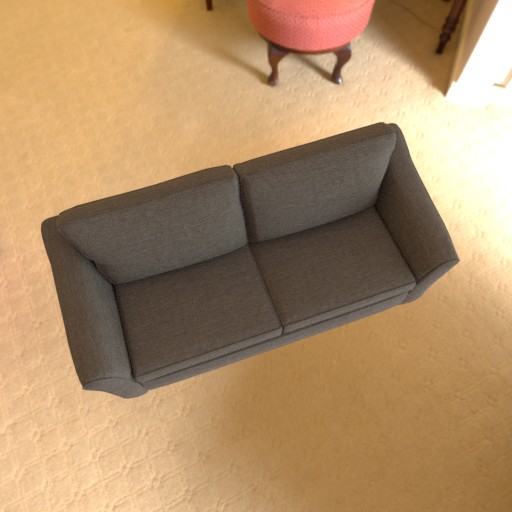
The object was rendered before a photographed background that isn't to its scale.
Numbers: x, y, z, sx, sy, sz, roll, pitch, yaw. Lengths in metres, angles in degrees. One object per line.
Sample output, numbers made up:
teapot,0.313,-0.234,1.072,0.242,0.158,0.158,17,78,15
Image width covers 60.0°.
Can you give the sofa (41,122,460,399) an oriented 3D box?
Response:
sofa,0.000,0.000,2.701,2.270,0.950,0.971,-17,64,-9
